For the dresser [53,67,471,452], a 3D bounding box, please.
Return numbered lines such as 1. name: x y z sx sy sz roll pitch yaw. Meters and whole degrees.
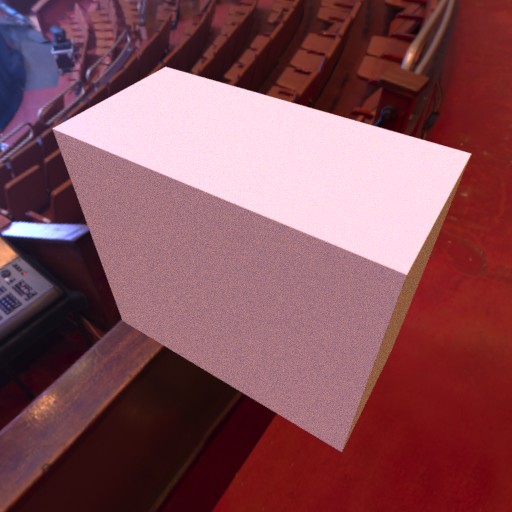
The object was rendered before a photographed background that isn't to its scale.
1. dresser: 0.000 0.000 1.241 0.830 0.740 0.420 24 51 22
